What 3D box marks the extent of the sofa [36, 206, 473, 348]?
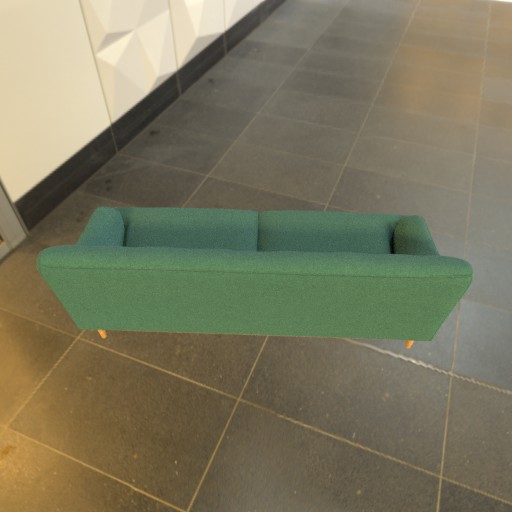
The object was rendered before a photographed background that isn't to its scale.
[{"bbox_3d":[0.000,0.000,2.605,2.057,0.871,0.978,2,46,2],"label":"sofa"}]
